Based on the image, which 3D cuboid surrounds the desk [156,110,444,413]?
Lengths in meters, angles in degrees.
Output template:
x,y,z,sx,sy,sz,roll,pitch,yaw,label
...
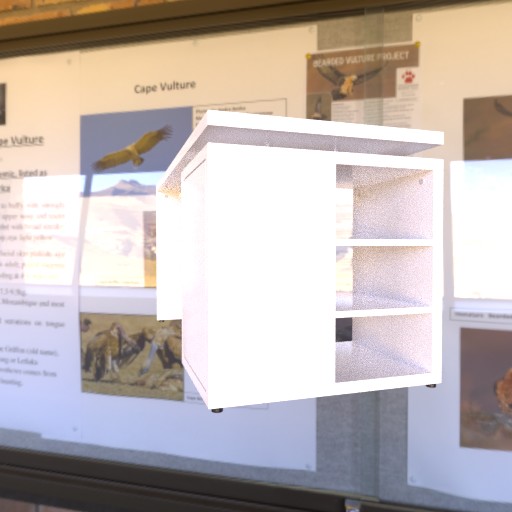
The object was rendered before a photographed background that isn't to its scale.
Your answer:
x,y,z,sx,sy,sz,roll,pitch,yaw,label
0.000,0.000,1.848,0.690,0.740,1.400,0,1,-18,desk
